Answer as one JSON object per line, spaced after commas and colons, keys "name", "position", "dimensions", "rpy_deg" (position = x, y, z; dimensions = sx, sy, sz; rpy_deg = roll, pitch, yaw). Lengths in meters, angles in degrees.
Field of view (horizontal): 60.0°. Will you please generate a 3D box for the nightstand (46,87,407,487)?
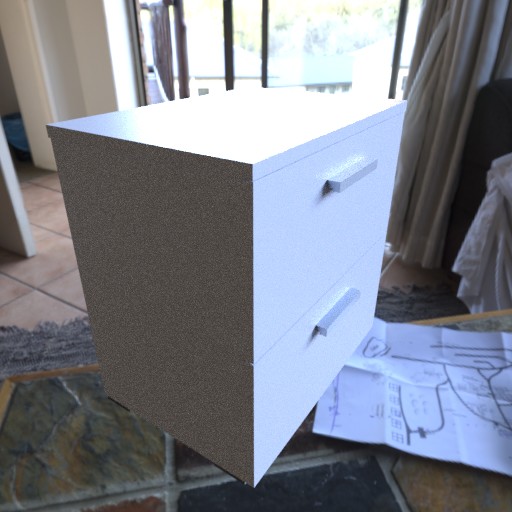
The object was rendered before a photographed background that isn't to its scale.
{"name": "nightstand", "position": [0.000, 0.000, 0.732], "dimensions": [0.325, 0.460, 0.441], "rpy_deg": [17, 32, 30]}
